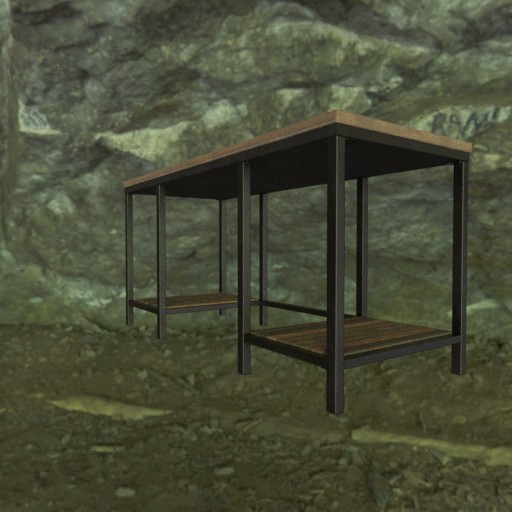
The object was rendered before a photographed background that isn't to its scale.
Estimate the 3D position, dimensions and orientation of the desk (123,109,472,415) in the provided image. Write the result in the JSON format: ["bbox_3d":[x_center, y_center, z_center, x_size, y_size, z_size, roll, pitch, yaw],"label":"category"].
[{"bbox_3d":[0.000,0.000,1.890,0.617,0.753,1.538,-1,2,-36],"label":"desk"}]
